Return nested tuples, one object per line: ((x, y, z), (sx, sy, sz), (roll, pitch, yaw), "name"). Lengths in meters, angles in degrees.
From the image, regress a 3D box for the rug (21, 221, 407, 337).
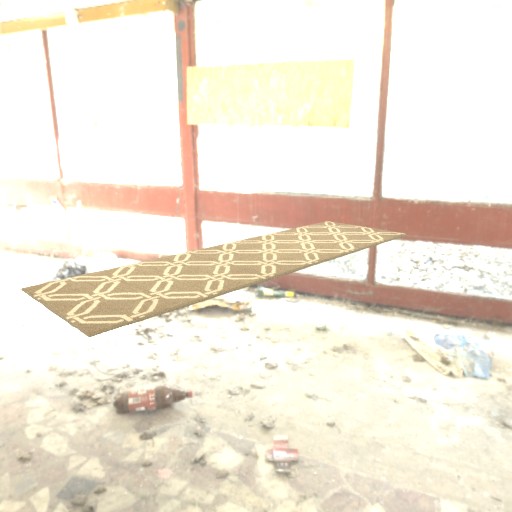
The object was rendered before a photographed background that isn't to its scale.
((0.000, 0.000, 2.509), (2.276, 0.014, 0.678), (-15, 21, -43), "rug")
